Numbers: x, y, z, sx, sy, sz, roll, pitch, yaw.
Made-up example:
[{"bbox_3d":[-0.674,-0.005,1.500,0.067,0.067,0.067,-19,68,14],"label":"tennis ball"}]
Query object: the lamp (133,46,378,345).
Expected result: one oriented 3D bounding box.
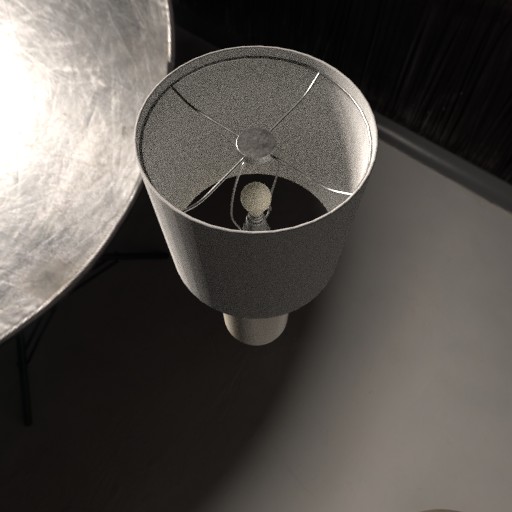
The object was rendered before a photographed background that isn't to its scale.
[{"bbox_3d":[0.000,0.000,0.605,0.212,0.493,0.212,35,68,16],"label":"lamp"}]
